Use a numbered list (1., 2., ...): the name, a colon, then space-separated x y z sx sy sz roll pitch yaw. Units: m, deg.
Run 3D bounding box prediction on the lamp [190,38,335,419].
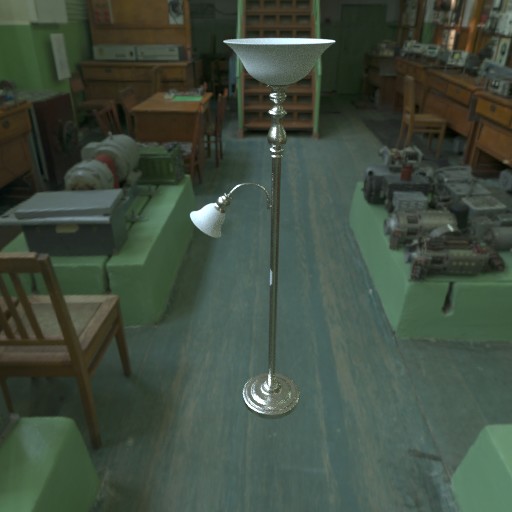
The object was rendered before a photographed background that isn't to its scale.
1. lamp: 0.000 0.000 2.041 0.575 1.785 0.405 0 29 0
